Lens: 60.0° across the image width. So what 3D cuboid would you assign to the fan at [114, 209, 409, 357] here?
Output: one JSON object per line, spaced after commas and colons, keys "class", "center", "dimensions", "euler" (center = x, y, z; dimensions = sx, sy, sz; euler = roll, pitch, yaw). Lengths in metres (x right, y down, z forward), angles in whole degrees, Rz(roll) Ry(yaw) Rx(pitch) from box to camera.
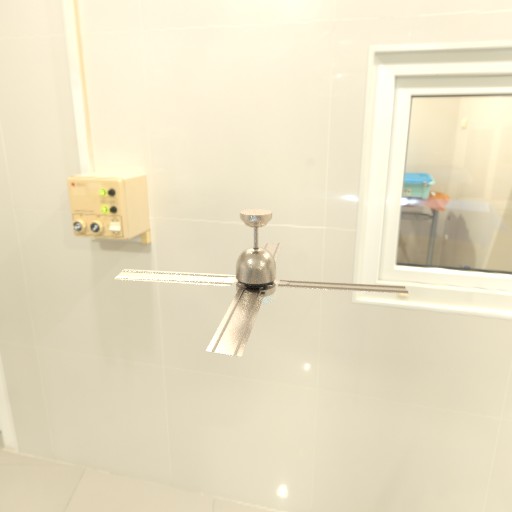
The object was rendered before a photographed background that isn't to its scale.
{"class": "fan", "center": [0.000, 0.000, 2.016], "dimensions": [1.346, 0.406, 1.346], "euler": [2, 17, 7]}
